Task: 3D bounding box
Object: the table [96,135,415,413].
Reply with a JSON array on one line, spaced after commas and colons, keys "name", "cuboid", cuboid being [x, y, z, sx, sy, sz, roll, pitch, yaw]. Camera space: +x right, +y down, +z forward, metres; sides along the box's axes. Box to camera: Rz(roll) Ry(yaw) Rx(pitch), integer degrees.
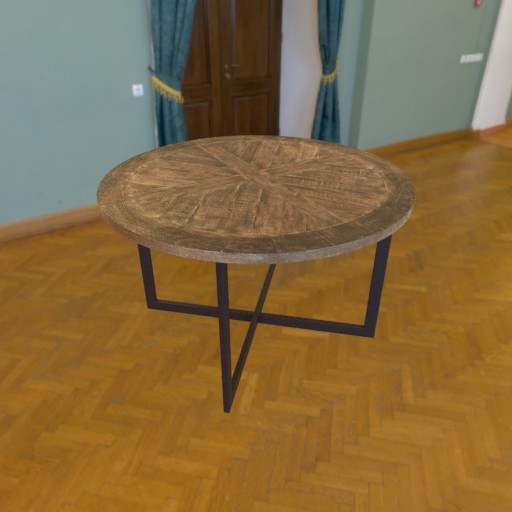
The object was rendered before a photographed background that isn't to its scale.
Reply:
[{"name": "table", "cuboid": [0.000, 0.000, 2.030, 1.264, 0.762, 1.264, 0, 31, 0]}]
